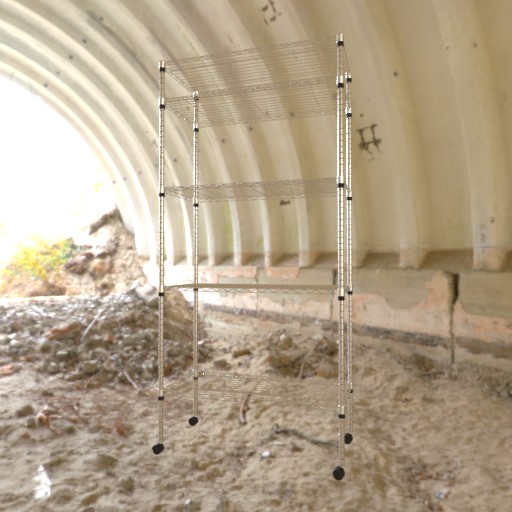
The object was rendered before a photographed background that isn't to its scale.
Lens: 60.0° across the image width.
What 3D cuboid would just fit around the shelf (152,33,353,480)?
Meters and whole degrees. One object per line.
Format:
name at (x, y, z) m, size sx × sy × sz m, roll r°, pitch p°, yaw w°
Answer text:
shelf at (0.000, 0.000, 1.846) m, size 0.762 × 1.587 × 0.356 m, roll 0°, pitch -1°, yaw 17°
